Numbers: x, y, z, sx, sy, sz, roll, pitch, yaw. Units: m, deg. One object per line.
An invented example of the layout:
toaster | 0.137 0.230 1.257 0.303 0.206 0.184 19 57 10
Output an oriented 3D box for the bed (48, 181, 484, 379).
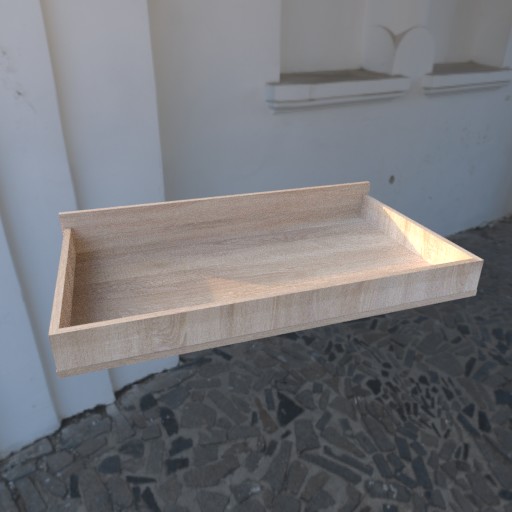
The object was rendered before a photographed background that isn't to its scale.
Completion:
bed | 0.000 0.000 1.448 1.200 0.209 0.685 -8 27 -16
